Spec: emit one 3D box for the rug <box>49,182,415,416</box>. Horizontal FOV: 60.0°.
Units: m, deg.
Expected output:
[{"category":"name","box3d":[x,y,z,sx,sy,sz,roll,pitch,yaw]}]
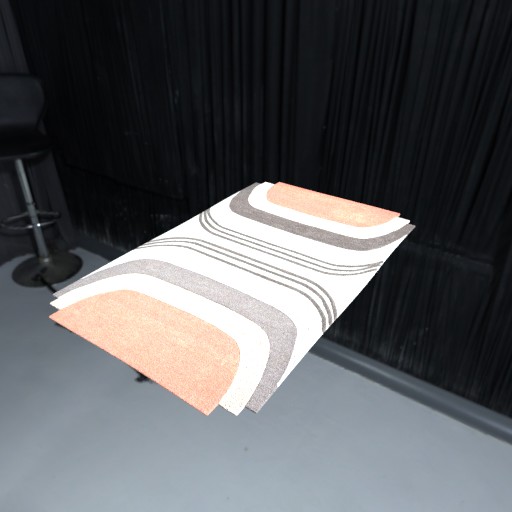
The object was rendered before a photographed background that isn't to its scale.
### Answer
[{"category":"rug","box3d":[0.000,0.000,3.093,1.530,0.017,2.446,20,37,29]}]
